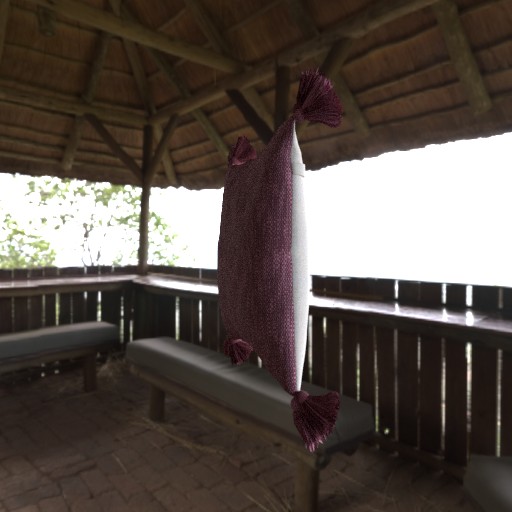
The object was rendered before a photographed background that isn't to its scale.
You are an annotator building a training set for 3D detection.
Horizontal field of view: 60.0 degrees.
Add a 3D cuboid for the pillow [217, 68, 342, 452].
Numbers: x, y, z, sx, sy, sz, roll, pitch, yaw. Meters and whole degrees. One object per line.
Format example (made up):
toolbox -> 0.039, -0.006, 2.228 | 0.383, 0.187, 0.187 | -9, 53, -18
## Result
pillow -> 0.000, 0.000, 0.984 | 0.138, 0.659, 0.641 | 0, 1, -17
